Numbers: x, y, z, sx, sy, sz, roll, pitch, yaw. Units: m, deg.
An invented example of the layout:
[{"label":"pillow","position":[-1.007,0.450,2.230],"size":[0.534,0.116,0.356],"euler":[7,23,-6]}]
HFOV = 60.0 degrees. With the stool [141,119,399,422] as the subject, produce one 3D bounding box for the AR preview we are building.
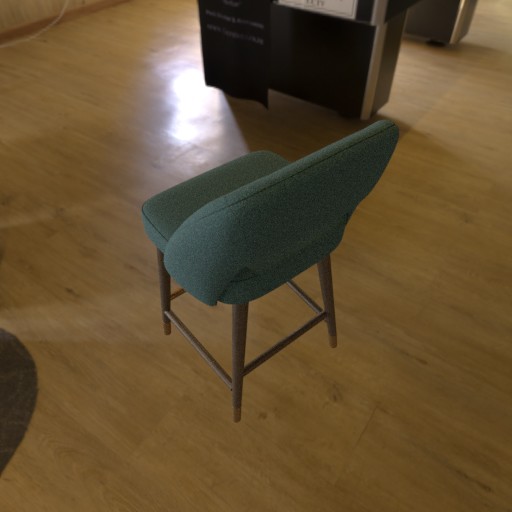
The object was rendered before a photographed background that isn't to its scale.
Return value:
[{"label":"stool","position":[0.000,0.000,1.263],"size":[0.536,0.939,0.522],"euler":[-30,53,-26]}]
